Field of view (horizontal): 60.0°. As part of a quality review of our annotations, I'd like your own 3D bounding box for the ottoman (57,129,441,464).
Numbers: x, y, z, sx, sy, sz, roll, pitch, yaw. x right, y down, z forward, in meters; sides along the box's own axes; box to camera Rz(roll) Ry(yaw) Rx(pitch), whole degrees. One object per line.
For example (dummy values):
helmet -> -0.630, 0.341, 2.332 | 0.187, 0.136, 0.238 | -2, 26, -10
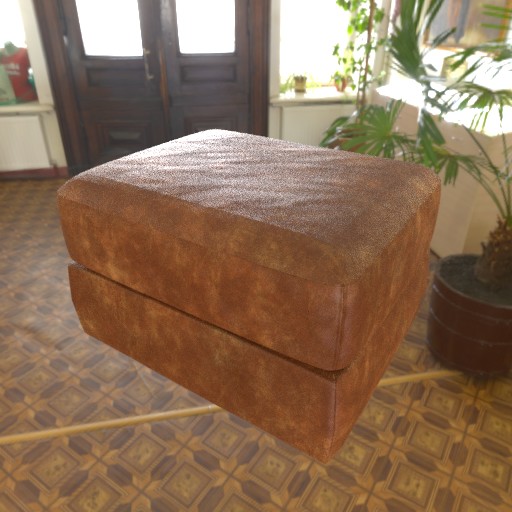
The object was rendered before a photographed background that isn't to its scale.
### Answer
ottoman -> 0.000, 0.000, 1.110 | 0.751, 0.476, 0.603 | 18, 35, 28
